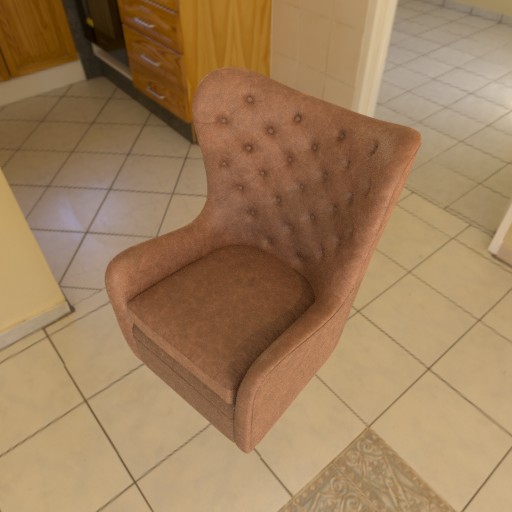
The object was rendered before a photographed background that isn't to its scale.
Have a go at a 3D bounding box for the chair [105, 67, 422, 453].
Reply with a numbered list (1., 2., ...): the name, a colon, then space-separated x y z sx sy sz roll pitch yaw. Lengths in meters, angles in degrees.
1. chair: 0.000 0.000 1.715 0.831 1.079 0.930 31 53 27
